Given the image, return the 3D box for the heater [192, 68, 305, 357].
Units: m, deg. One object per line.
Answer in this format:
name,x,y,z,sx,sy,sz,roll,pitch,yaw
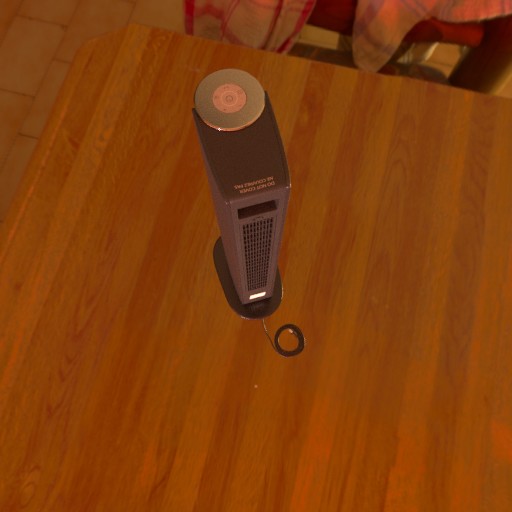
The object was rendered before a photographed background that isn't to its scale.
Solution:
heater,0.000,0.000,1.046,0.214,0.856,0.458,-15,74,-4
